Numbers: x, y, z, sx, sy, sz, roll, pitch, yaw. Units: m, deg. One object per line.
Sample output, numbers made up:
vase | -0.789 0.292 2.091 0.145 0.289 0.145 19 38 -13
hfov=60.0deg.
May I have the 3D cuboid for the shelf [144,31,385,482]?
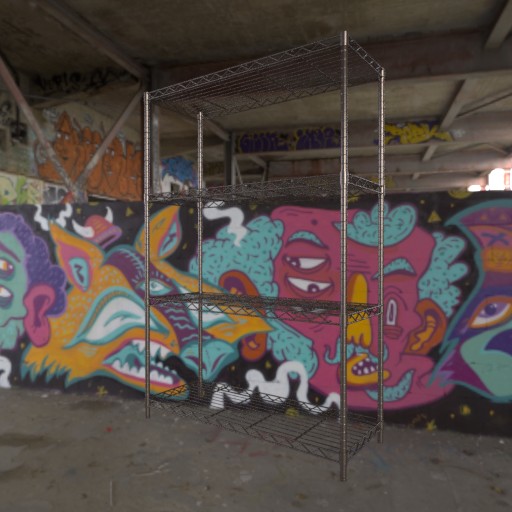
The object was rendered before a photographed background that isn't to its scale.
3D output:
shelf | 0.000 0.000 1.734 0.907 1.361 0.352 0 1 35
